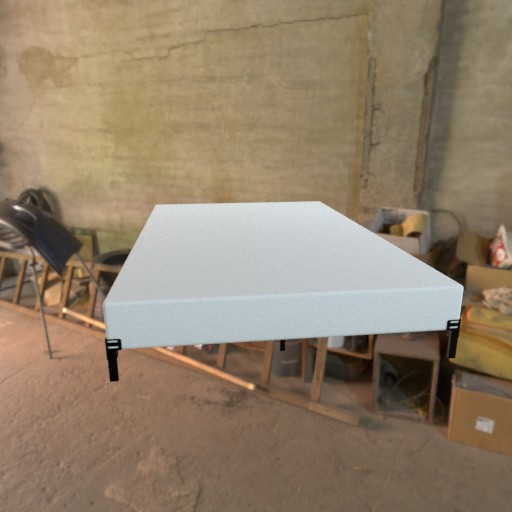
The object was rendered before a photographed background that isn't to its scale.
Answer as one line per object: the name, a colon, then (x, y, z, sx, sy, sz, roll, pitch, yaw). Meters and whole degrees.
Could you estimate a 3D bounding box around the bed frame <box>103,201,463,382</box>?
bed frame: (0.000, 0.000, 3.779, 1.930, 0.440, 2.987, -2, 16, -7)
